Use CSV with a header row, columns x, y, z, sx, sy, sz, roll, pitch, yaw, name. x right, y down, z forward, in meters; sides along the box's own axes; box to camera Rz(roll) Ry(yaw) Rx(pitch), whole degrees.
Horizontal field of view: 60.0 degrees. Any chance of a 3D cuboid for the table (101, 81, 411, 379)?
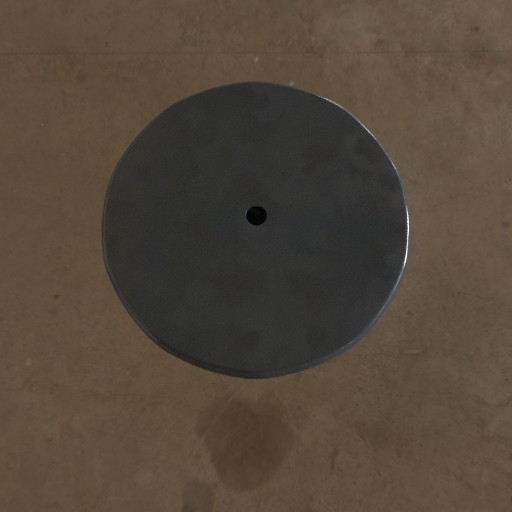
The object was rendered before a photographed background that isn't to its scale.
x,y,z,sx,sy,sz,roll,pitch,yaw,name
0.000,0.000,0.678,0.352,0.387,0.352,0,76,0,table
